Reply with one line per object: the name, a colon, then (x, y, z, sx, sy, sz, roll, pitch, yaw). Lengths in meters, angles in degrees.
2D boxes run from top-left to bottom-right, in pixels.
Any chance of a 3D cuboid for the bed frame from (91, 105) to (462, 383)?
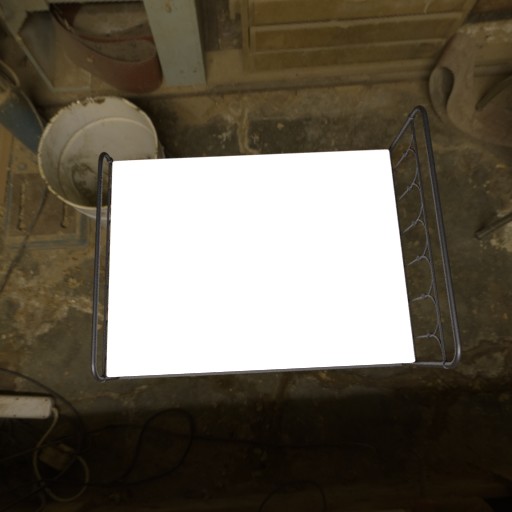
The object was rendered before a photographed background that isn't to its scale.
bed frame: (0.000, 0.000, 3.156, 2.203, 1.276, 1.664, -3, 77, -1)
